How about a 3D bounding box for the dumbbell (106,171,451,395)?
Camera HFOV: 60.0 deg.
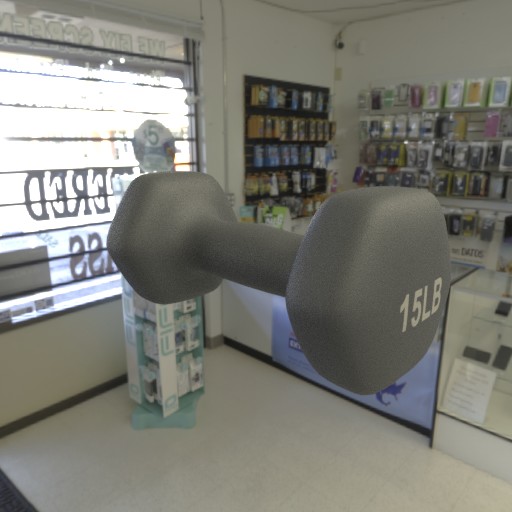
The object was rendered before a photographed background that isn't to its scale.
[{"bbox_3d":[0.000,0.000,0.303,0.116,0.105,0.240,-14,20,-43],"label":"dumbbell"}]
